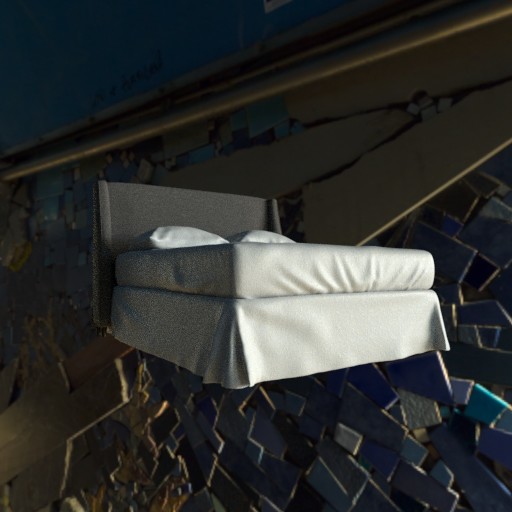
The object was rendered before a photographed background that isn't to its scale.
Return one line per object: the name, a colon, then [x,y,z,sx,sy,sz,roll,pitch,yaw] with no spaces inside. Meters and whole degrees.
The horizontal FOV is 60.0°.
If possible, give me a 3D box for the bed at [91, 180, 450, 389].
bed: [0.000,0.000,3.441,1.925,1.332,2.276,1,-2,-34]
